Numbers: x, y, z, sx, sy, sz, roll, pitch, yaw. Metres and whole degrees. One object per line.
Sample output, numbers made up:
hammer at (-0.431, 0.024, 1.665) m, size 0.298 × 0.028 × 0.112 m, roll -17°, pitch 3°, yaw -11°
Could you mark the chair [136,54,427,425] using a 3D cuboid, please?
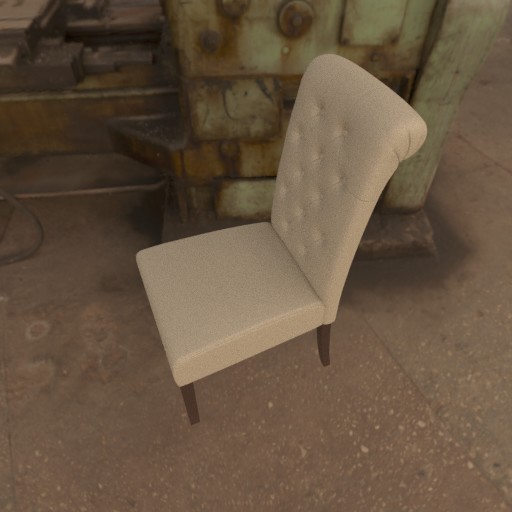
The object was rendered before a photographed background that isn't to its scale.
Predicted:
chair at (0.000, 0.000, 1.342) m, size 0.671 × 1.006 × 0.456 m, roll -17°, pitch 49°, yaw -16°
